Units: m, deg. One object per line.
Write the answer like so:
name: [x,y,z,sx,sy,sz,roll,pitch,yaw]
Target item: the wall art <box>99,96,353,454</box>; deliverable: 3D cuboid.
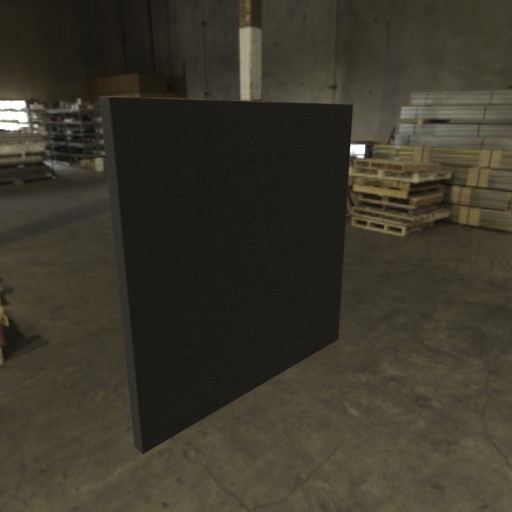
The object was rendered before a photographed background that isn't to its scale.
wall art: [0.000,0.000,1.156,0.038,0.762,0.762,17,24,42]
